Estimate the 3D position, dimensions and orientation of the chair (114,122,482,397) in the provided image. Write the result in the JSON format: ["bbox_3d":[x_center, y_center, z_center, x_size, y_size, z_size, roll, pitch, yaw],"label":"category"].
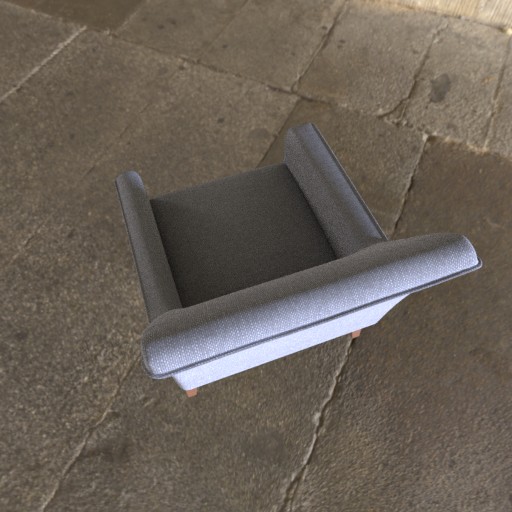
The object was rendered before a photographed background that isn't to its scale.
[{"bbox_3d":[0.000,0.000,1.506,0.780,0.919,0.899,-17,60,-10],"label":"chair"}]
